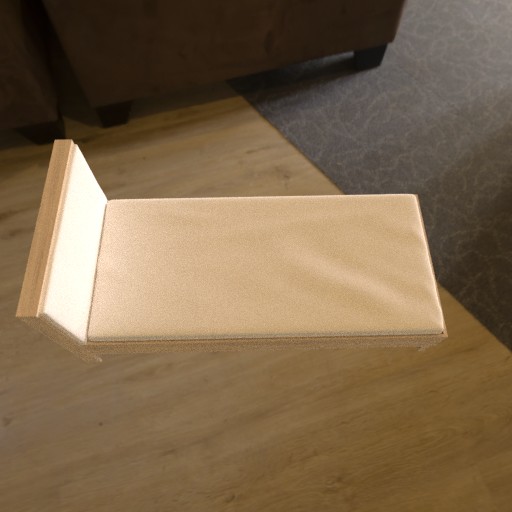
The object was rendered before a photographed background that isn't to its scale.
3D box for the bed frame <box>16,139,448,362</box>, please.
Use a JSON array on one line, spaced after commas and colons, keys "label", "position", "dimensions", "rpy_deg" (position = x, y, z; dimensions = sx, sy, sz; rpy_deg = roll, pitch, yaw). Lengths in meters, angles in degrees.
[{"label": "bed frame", "position": [0.000, 0.000, 2.592], "dimensions": [2.140, 0.920, 0.990], "rpy_deg": [-1, 64, -1]}]
